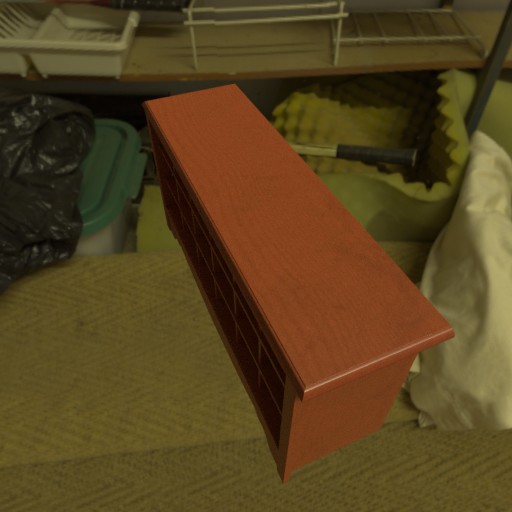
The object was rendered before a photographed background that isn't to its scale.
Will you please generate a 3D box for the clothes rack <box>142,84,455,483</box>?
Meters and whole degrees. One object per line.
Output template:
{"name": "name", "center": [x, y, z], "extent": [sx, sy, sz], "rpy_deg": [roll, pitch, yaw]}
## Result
{"name": "clothes rack", "center": [0.000, 0.000, 1.479], "extent": [0.362, 0.594, 1.251], "rpy_deg": [-18, 49, -16]}
